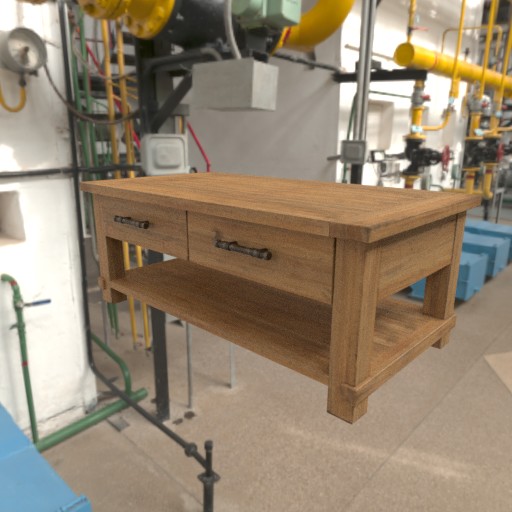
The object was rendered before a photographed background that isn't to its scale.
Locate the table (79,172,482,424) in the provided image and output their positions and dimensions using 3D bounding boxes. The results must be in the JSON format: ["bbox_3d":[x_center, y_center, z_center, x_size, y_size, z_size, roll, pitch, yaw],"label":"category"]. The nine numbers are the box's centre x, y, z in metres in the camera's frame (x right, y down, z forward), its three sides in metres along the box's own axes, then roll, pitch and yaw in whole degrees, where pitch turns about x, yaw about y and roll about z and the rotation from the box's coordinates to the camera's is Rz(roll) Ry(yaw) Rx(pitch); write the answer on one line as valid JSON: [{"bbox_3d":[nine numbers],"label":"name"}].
[{"bbox_3d":[0.000,0.000,1.609,1.270,0.494,0.693,14,21,42],"label":"table"}]
